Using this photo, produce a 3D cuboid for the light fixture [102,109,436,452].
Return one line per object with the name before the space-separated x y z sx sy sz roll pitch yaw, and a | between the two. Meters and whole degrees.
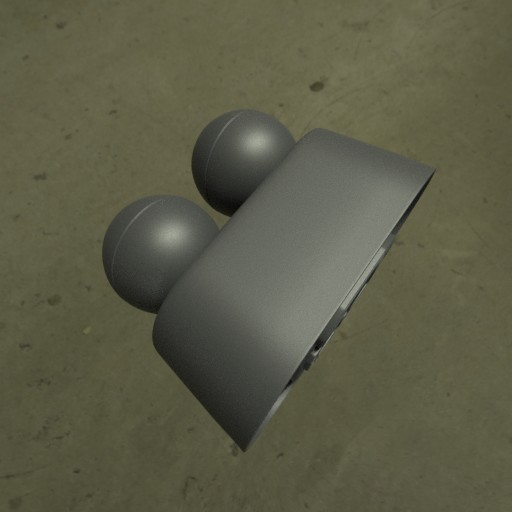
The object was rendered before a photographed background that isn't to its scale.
light fixture | 0.000 0.000 0.337 0.159 0.159 0.229 34 69 15
